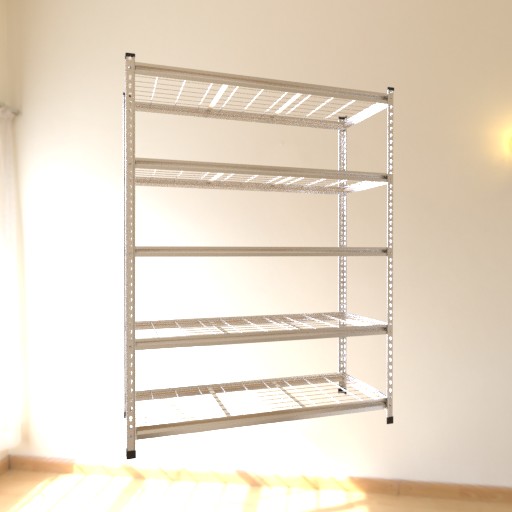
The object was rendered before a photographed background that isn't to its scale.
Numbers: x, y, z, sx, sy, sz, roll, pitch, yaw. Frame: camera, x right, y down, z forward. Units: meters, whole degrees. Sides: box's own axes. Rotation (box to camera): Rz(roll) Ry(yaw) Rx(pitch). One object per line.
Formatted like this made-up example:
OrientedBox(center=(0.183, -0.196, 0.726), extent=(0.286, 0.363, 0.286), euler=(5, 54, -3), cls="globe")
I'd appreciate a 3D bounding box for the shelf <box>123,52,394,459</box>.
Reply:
OrientedBox(center=(0.000, 0.000, 2.675), extent=(1.524, 1.981, 0.610), euler=(0, 1, -18), cls="shelf")
